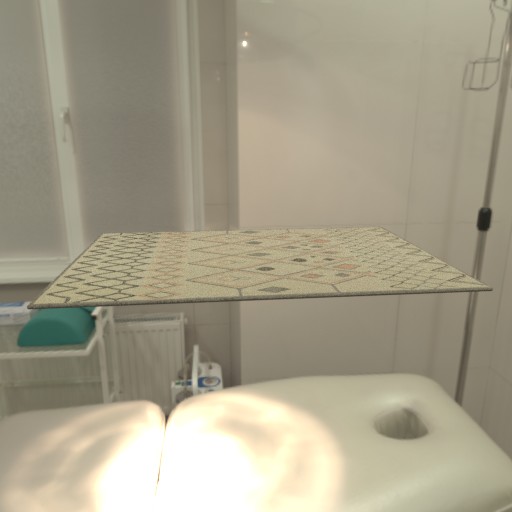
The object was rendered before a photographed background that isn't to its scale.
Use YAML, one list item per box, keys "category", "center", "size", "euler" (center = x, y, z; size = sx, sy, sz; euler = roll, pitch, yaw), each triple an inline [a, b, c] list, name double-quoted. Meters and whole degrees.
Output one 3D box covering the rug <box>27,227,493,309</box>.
- category: "rug"
  center: [0.000, 0.000, 2.305]
  size: [1.829, 0.016, 1.219]
  euler: [-2, 16, -6]
